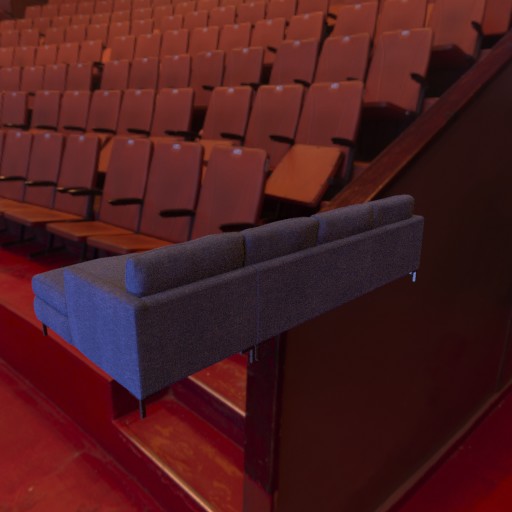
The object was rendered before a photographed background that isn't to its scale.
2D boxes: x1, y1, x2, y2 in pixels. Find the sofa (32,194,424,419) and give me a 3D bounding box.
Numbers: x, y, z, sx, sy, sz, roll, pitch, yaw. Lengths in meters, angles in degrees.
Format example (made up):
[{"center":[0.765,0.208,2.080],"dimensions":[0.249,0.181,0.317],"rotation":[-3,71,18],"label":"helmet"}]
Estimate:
[{"center":[0.000,0.000,3.465],"dimensions":[2.932,0.810,1.350],"rotation":[-16,23,-42],"label":"sofa"}]
